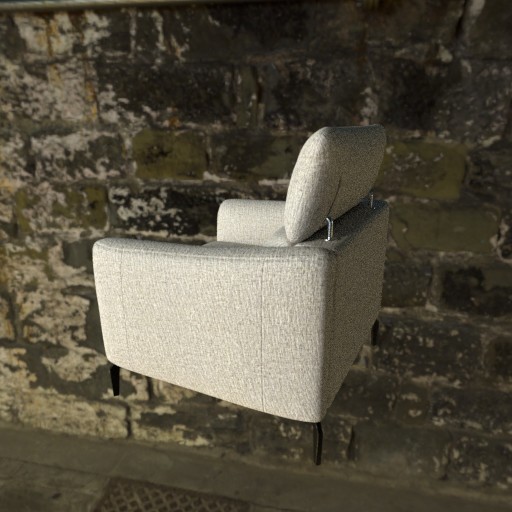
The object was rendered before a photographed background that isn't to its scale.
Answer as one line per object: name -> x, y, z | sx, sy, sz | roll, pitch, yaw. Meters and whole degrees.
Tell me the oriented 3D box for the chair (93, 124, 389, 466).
chair -> 0.000, 0.000, 1.702 | 0.835, 0.967, 0.972 | 8, 19, 25
